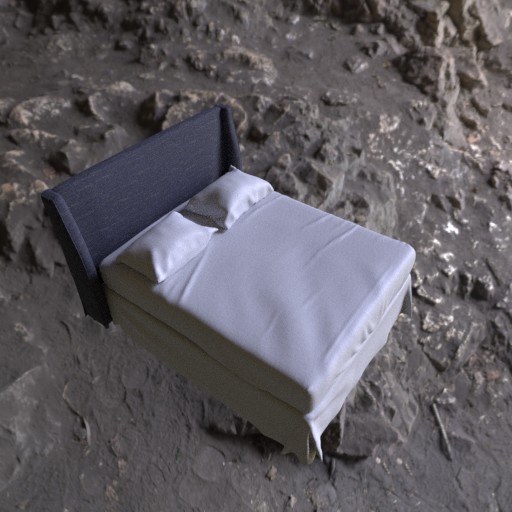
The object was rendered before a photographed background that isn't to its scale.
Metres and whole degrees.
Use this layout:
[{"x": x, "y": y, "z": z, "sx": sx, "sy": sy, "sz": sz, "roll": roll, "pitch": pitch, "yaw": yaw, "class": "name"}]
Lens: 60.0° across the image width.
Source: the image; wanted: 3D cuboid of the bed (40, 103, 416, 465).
[{"x": 0.000, "y": 0.000, "z": 3.493, "sx": 2.276, "sy": 1.332, "sz": 1.925, "roll": 26, "pitch": 48, "yaw": 26, "class": "bed"}]
